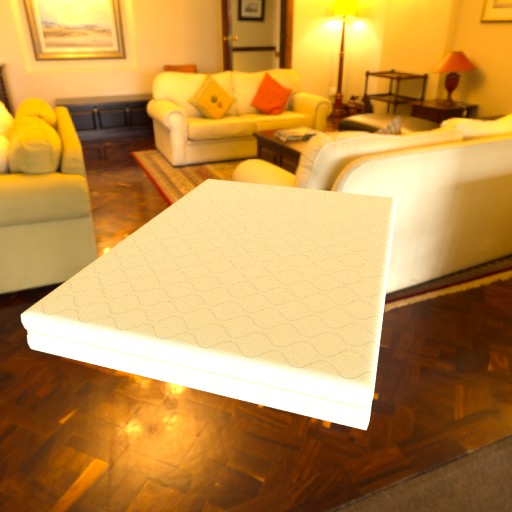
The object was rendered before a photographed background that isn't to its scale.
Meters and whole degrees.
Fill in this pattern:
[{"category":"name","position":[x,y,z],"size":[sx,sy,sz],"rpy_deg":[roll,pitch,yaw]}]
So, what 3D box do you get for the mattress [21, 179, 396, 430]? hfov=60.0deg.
[{"category":"mattress","position":[0.000,0.000,2.440],"size":[1.400,0.200,1.900],"rpy_deg":[8,28,16]}]
